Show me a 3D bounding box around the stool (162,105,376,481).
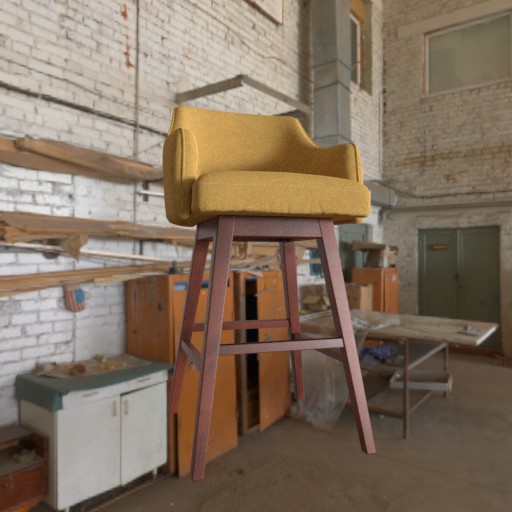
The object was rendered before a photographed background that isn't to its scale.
[{"bbox_3d":[0.000,0.000,1.323,0.548,1.012,0.558,0,0,-18],"label":"stool"}]
